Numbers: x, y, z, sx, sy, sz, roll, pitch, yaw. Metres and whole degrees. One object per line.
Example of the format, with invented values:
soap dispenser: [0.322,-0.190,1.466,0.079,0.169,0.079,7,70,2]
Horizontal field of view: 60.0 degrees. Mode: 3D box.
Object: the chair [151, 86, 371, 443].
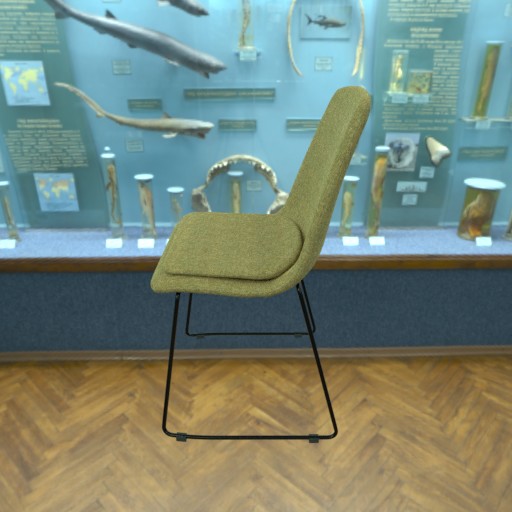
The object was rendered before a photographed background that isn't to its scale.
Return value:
chair: [0.000,0.000,1.186,0.496,0.849,0.479,0,25,0]
